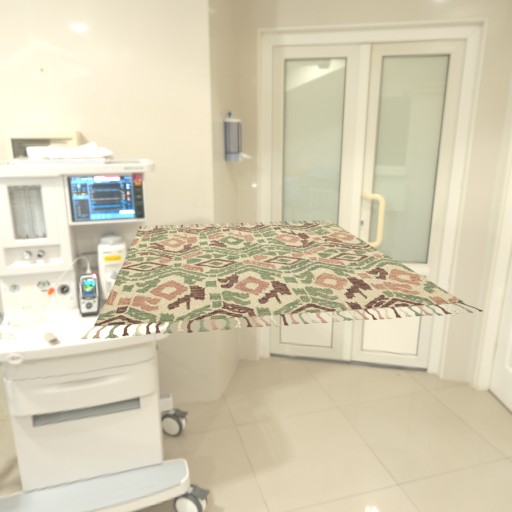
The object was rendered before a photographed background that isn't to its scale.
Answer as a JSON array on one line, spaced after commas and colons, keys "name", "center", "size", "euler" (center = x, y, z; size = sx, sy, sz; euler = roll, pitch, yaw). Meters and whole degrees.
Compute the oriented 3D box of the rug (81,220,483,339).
[{"name": "rug", "center": [0.000, 0.000, 4.056], "size": [2.438, 0.010, 3.048], "euler": [-3, 16, -9]}]
